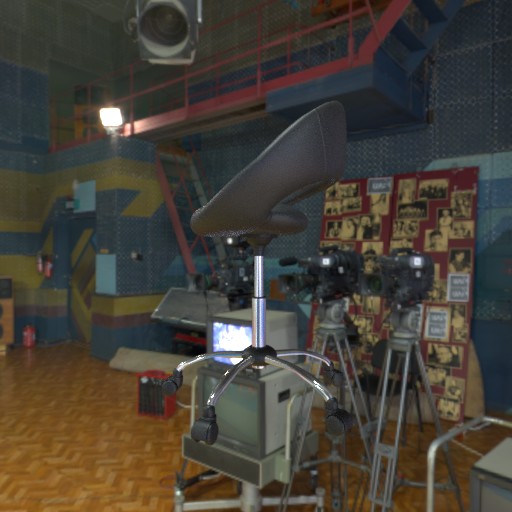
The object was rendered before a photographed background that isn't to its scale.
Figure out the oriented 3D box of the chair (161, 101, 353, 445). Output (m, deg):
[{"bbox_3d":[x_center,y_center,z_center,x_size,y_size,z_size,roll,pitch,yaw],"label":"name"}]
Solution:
[{"bbox_3d":[0.000,0.000,1.213,0.538,0.791,0.612,0,1,0],"label":"chair"}]
